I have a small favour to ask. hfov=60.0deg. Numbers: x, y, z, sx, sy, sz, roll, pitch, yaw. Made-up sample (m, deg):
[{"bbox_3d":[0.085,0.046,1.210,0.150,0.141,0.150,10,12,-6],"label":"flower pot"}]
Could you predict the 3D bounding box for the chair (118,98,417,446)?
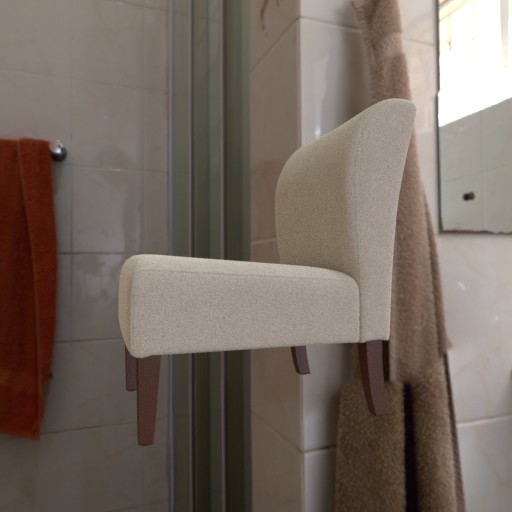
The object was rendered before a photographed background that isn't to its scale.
[{"bbox_3d":[0.000,0.000,1.288,0.754,0.833,0.521,0,-1,-19],"label":"chair"}]
